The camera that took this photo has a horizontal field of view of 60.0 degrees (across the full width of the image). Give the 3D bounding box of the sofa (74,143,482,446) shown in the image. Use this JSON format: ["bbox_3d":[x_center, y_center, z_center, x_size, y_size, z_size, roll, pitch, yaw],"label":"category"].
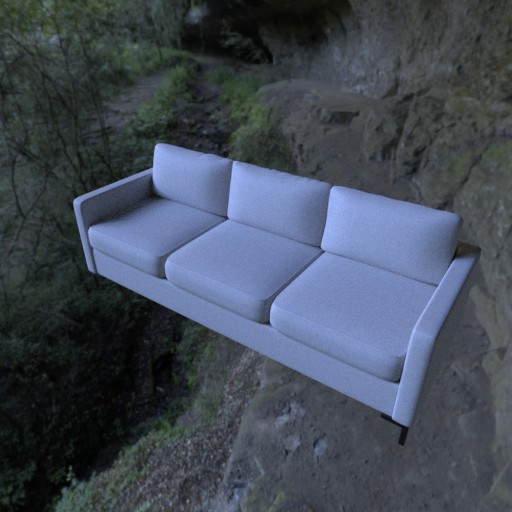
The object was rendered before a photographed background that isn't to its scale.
[{"bbox_3d":[0.000,0.000,2.598,2.218,0.874,0.859,20,37,29],"label":"sofa"}]
